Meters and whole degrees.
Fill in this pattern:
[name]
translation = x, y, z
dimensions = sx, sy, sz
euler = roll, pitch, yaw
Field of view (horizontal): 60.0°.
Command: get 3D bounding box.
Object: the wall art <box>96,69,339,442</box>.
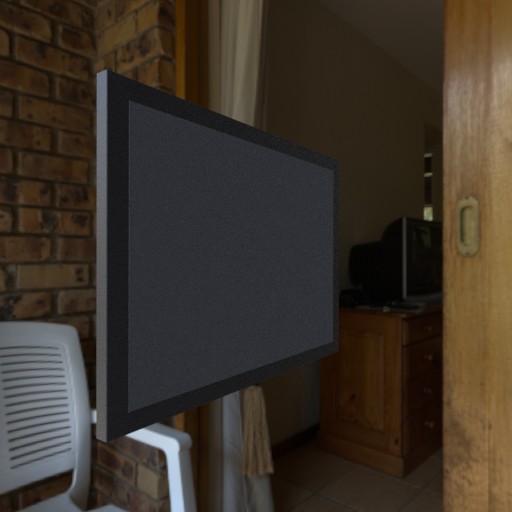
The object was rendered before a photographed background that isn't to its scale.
[wall art]
translation = 0.000, 0.000, 0.541
dimensions = 0.016, 0.306, 0.432
euler = 0, 0, 36
